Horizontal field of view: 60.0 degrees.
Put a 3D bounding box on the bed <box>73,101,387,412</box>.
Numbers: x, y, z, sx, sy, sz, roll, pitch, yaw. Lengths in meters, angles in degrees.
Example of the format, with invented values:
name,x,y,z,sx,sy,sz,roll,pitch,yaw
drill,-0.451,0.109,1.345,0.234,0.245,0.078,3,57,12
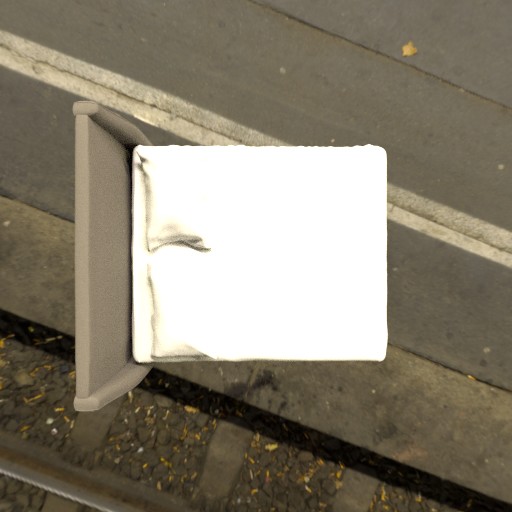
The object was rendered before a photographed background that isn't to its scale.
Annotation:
name,x,y,z,sx,sy,sz,roll,pitch,yaw
bed,0.000,0.000,3.371,2.276,1.332,1.925,0,90,-1
